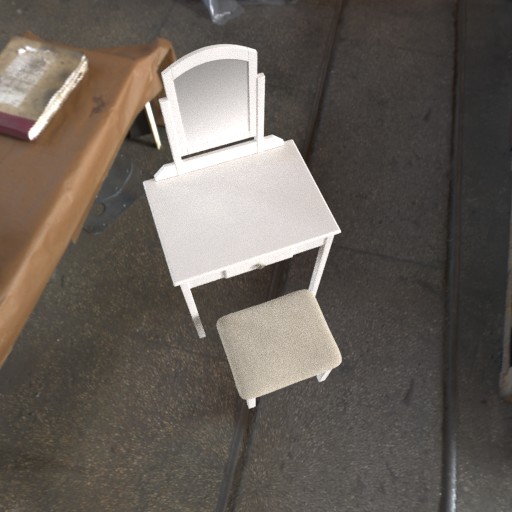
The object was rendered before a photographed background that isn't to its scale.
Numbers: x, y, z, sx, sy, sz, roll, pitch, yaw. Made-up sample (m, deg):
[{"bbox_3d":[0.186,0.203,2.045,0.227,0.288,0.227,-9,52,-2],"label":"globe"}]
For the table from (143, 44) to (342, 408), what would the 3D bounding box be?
[{"bbox_3d":[0.000,0.000,2.289,0.876,1.631,1.211,-18,64,-9],"label":"table"}]
